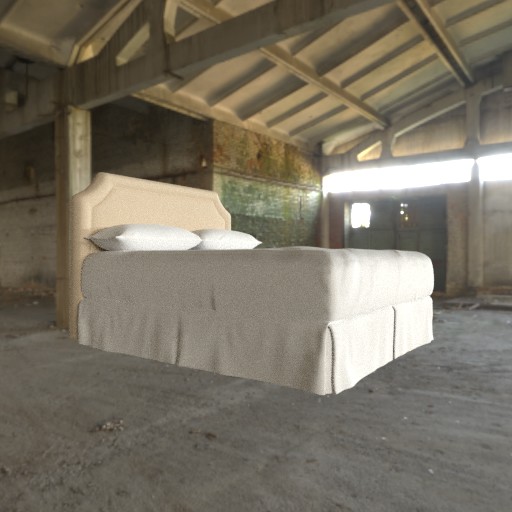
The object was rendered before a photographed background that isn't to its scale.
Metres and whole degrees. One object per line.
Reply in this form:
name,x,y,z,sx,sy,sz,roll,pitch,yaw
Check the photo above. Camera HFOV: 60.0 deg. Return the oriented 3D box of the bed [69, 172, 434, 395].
bed,0.000,0.000,3.933,2.548,1.524,2.134,0,0,36
